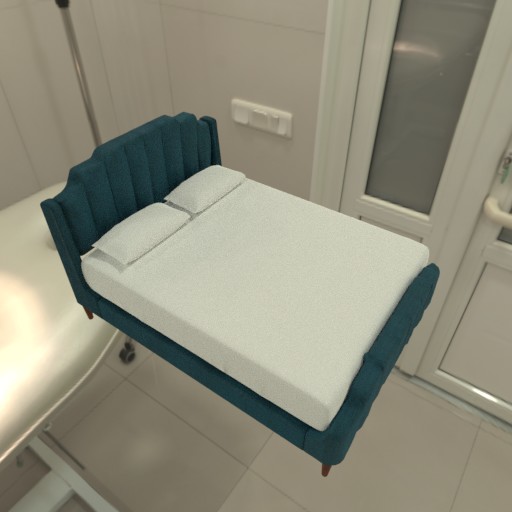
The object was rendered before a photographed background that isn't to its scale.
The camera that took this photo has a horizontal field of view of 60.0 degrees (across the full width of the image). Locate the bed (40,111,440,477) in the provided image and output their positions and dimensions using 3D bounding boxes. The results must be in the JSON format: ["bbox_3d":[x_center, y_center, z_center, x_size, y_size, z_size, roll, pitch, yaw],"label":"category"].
[{"bbox_3d":[0.000,0.000,3.229,2.322,1.351,1.676,25,47,26],"label":"bed"}]
